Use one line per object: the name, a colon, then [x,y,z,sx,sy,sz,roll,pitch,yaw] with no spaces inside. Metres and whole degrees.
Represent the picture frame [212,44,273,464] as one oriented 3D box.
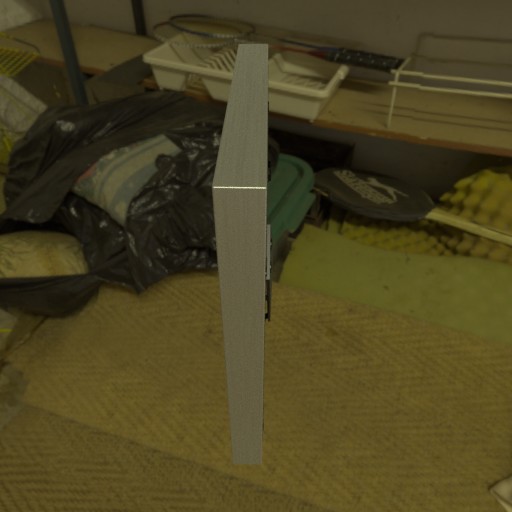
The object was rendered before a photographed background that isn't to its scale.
picture frame: [0.000,0.000,0.385,0.036,0.282,0.233,1,41,1]
